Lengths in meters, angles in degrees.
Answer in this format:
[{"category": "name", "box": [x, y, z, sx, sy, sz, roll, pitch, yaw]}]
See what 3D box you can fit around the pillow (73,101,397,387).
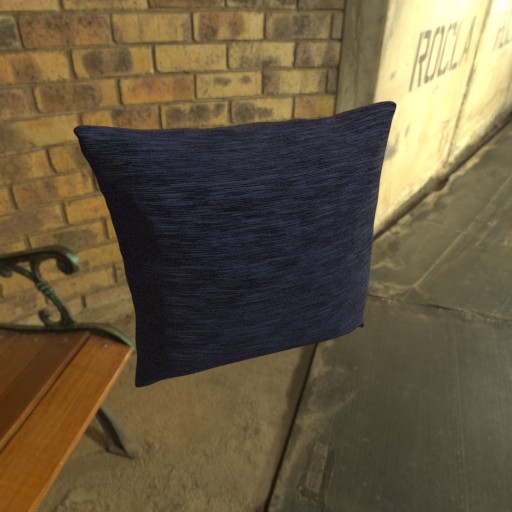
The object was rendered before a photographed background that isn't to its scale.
[{"category": "pillow", "box": [0.000, 0.000, 0.692, 0.452, 0.439, 0.204, -10, 33, -17]}]
